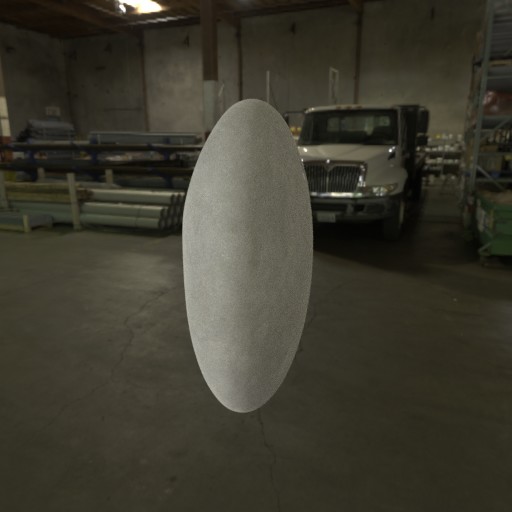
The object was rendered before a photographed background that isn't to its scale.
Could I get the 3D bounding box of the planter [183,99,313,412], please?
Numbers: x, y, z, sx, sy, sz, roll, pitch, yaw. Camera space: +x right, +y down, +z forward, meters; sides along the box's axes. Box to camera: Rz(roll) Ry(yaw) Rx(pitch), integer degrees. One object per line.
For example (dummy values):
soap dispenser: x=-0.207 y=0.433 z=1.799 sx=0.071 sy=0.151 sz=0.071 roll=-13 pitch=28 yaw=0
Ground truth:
planter: x=0.000 y=0.000 z=0.281 sx=0.071 sy=0.188 sz=0.185 roll=3 pitch=15 yaw=10
